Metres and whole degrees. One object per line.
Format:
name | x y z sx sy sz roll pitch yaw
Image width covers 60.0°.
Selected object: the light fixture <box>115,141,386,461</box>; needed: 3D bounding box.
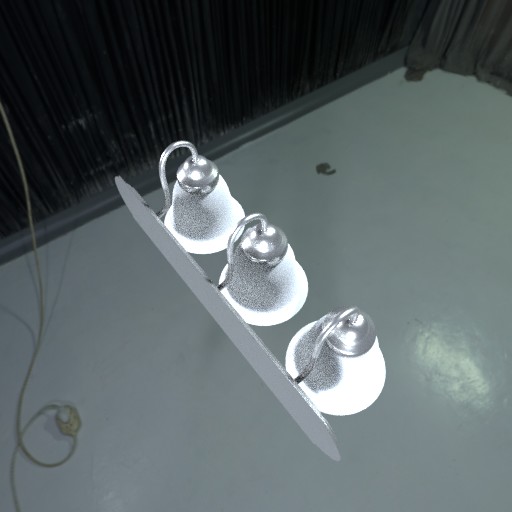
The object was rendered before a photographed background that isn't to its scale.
light fixture | 0.000 0.000 0.721 0.199 0.222 0.610 -33 62 -20
